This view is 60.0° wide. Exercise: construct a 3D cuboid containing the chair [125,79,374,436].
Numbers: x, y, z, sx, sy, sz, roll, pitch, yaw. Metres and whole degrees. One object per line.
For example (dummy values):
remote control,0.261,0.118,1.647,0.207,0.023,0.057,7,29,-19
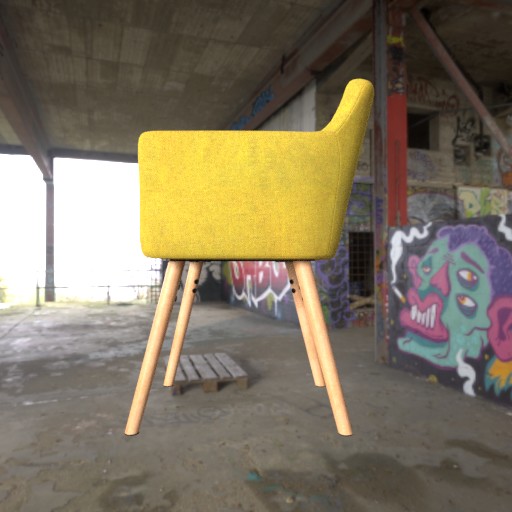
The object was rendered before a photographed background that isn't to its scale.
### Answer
chair,0.000,0.000,1.159,0.570,0.780,0.570,0,-1,0
